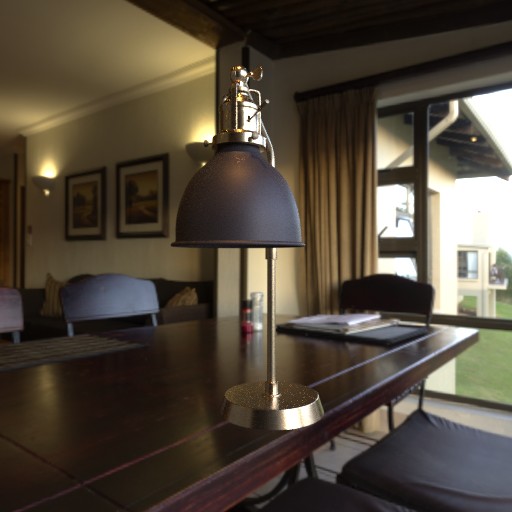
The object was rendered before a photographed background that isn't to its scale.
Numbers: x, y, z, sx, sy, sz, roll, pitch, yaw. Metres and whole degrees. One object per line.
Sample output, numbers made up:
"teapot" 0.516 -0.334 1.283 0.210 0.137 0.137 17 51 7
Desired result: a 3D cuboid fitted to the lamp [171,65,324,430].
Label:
"lamp" 0.000 0.000 0.594 0.160 0.456 0.291 0 0 19
